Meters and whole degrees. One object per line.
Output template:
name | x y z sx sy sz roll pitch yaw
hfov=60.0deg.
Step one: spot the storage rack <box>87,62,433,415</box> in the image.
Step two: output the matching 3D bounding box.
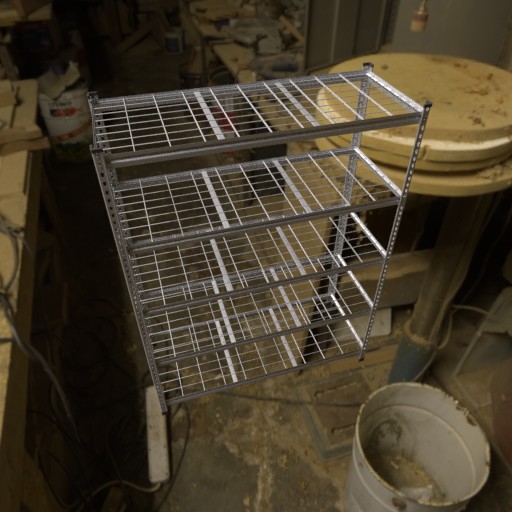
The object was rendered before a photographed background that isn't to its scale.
storage rack | 0.000 0.000 2.742 1.524 1.981 0.610 -11 43 -13
